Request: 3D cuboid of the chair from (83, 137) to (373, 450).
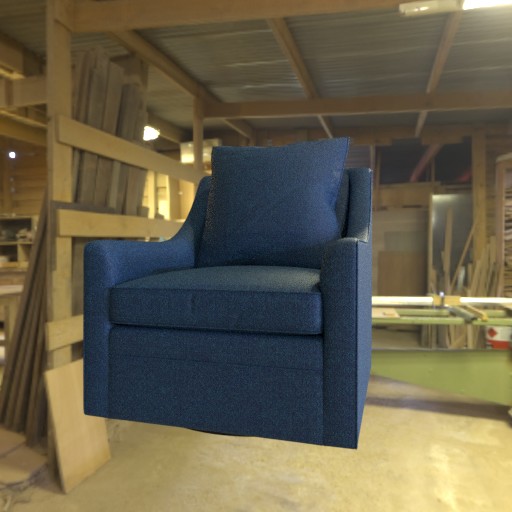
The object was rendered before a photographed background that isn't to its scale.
[{"bbox_3d":[0.000,0.000,1.534,0.750,0.939,0.870,0,1,17],"label":"chair"}]
